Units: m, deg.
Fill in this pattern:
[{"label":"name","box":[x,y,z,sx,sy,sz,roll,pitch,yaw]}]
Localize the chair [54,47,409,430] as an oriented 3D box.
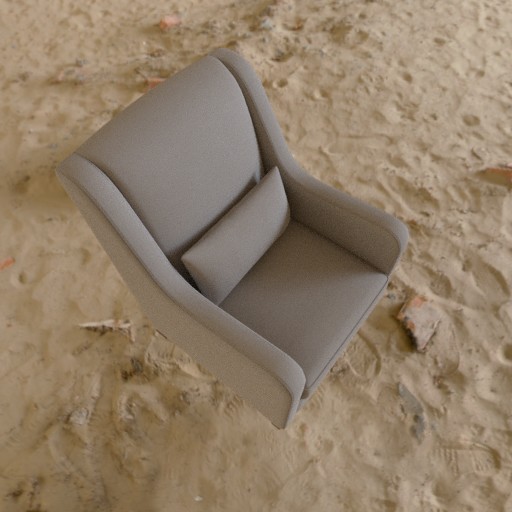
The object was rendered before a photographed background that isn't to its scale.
[{"label":"chair","box":[0.000,0.000,1.601,0.863,1.010,0.715,34,64,19]}]
